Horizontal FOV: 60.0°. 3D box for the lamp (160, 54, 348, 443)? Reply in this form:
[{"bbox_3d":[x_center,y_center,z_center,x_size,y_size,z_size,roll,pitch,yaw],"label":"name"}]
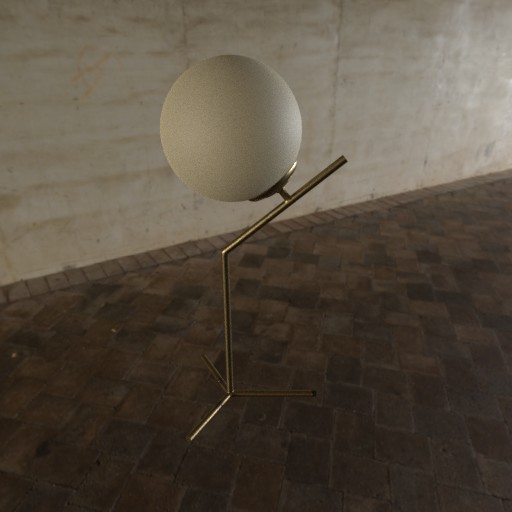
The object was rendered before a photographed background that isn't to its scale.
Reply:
[{"bbox_3d":[0.000,0.000,0.667,0.251,0.552,0.210,0,26,0],"label":"lamp"}]
